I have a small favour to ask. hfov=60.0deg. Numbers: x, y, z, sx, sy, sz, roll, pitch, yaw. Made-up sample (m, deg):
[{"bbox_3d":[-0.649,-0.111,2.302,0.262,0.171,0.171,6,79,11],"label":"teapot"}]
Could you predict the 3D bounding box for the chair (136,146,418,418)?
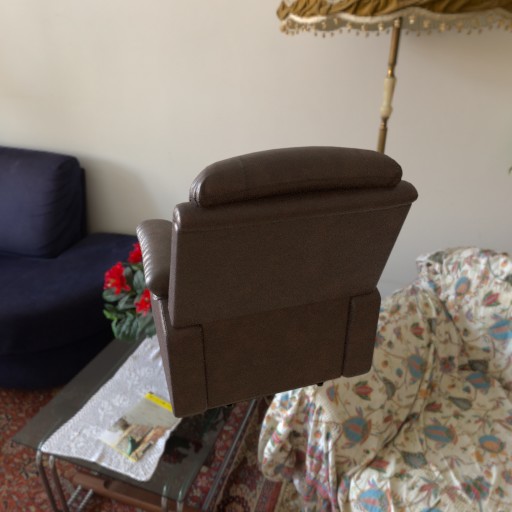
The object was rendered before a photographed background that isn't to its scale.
[{"bbox_3d":[0.000,0.000,1.714,0.855,0.992,0.919,-8,28,-16],"label":"chair"}]
